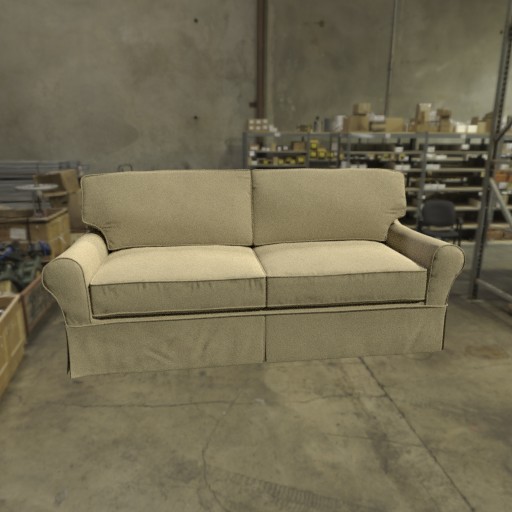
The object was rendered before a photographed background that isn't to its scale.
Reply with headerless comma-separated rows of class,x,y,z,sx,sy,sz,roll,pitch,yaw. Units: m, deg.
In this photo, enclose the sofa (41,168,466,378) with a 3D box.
sofa,0.000,0.000,2.724,2.246,1.014,0.900,-2,15,-8
